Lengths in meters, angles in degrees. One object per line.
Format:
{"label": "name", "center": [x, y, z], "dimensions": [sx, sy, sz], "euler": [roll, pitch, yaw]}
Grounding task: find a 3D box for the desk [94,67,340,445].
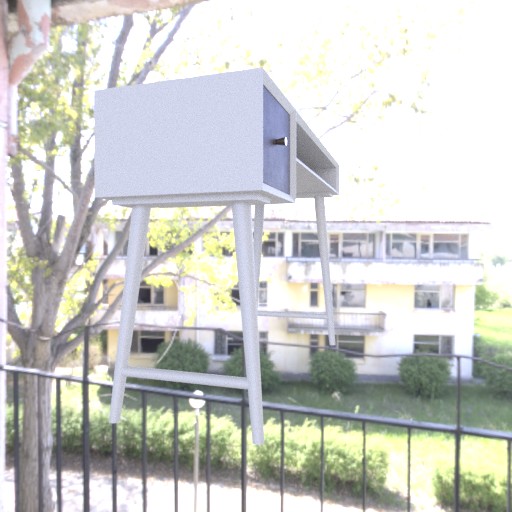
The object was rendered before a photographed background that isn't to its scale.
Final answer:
{"label": "desk", "center": [0.000, 0.000, 1.444], "dimensions": [0.409, 0.761, 1.069], "euler": [0, 1, 19]}
